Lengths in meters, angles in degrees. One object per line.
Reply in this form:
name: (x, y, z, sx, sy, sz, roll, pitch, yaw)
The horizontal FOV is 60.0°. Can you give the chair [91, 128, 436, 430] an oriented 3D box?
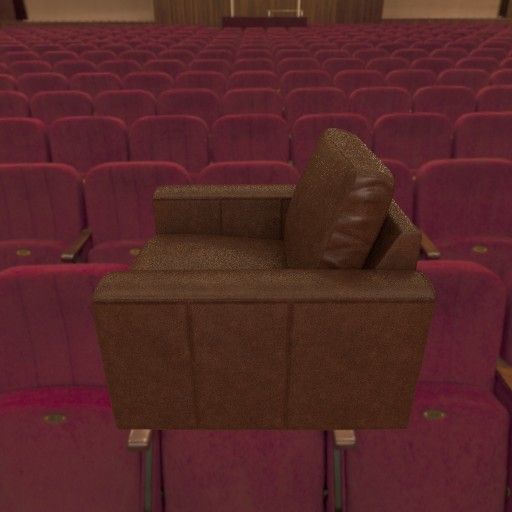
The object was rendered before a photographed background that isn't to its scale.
chair: (0.000, 0.000, 1.734, 1.016, 0.873, 1.005, 0, 27, 0)
